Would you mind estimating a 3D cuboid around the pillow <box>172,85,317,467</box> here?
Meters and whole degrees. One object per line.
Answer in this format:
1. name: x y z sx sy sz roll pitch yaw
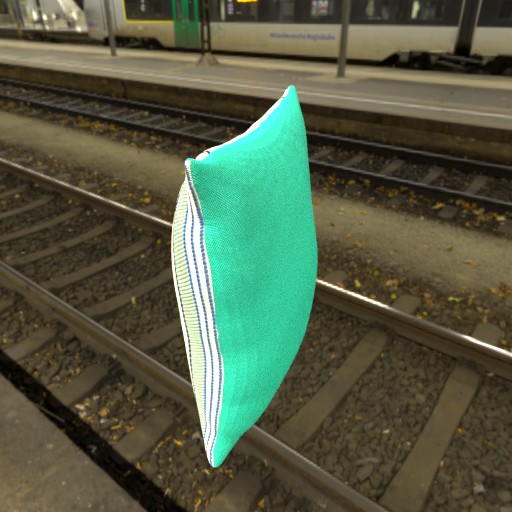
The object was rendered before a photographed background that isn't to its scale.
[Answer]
1. pillow: 0.000 0.000 0.682 0.182 0.441 0.440 8 30 15
